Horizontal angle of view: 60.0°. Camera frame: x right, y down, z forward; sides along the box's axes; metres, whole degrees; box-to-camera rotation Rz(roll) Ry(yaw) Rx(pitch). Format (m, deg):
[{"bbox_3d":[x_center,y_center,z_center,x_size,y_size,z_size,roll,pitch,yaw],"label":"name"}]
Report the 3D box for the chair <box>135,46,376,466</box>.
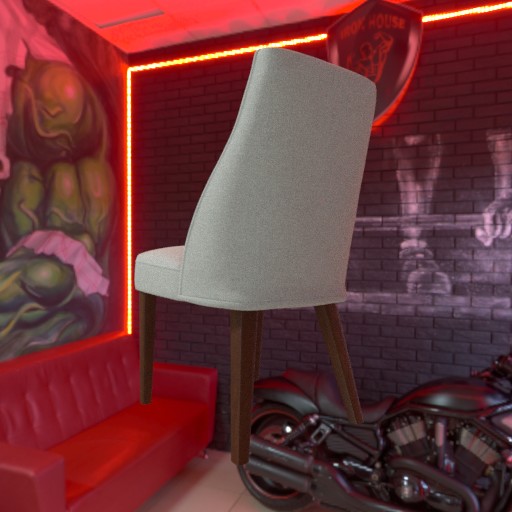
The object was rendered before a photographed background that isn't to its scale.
[{"bbox_3d":[0.000,0.000,1.279,0.500,0.930,0.620,0,1,-37],"label":"chair"}]
